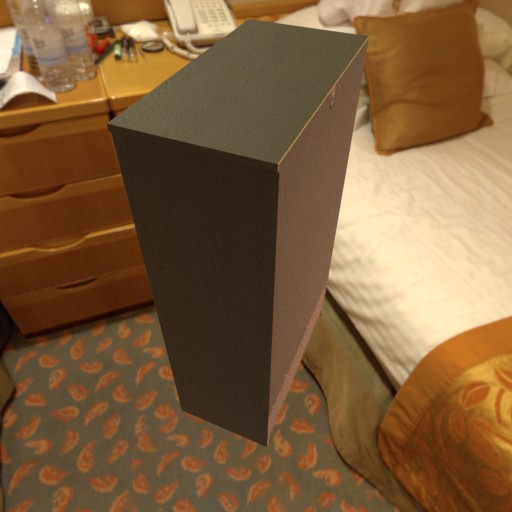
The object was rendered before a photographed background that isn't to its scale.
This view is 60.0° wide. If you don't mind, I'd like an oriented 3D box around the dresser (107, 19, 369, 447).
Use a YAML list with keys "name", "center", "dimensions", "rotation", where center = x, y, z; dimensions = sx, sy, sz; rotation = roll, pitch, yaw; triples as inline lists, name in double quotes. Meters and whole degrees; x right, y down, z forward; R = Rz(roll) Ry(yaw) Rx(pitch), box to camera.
- name: "dresser"
  center: [0.000, 0.000, 1.514]
  dimensions: [0.399, 1.255, 0.704]
  rotation: [17, 47, 16]
